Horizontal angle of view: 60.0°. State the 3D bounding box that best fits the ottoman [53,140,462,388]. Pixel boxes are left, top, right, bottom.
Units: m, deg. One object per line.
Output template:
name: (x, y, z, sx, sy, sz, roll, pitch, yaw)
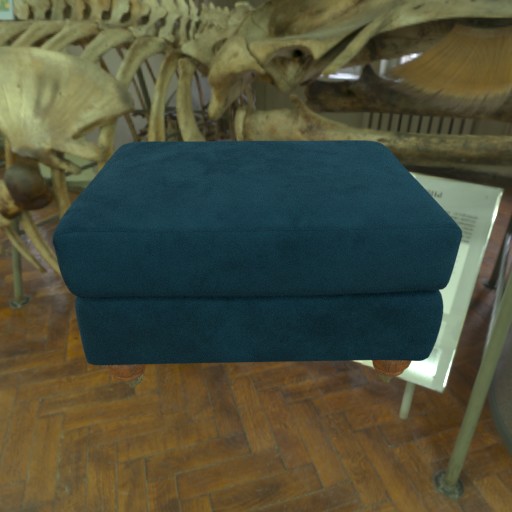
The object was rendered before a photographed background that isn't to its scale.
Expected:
ottoman: (0.000, 0.000, 1.129, 0.773, 0.503, 0.572, -1, 30, -1)
